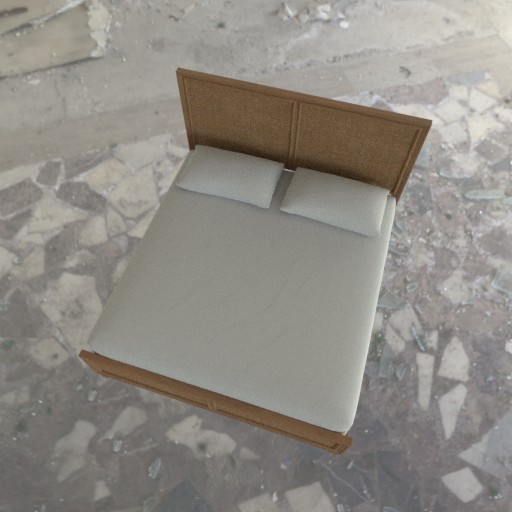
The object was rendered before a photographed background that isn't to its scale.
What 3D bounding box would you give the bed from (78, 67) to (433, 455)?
[{"bbox_3d":[0.000,0.000,3.437,2.003,1.387,2.184,15,60,9],"label":"bed"}]
